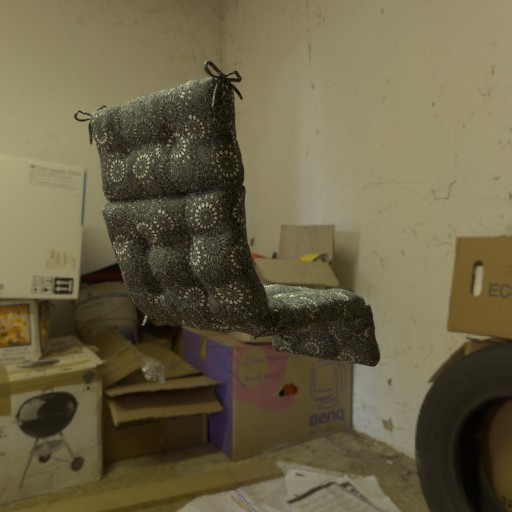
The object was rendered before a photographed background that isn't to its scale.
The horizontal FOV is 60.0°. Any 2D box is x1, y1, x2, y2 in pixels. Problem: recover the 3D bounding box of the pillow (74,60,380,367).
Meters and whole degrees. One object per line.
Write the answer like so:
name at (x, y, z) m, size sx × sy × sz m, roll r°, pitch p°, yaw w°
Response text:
pillow at (0.000, 0.000, 1.478) m, size 0.526 × 0.863 × 1.016 m, roll 1°, pitch 1°, yaw 37°
